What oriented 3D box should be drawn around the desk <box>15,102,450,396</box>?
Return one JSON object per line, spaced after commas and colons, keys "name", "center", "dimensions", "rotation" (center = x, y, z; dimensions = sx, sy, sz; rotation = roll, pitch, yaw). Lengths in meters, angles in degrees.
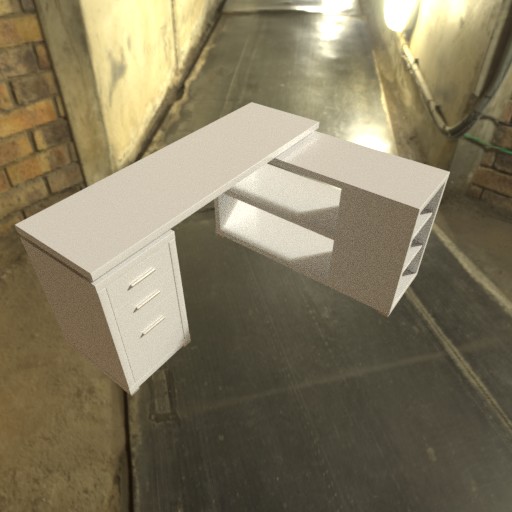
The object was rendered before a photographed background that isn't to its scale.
{"name": "desk", "center": [0.000, 0.000, 2.152], "dimensions": [1.200, 0.753, 1.524], "rotation": [26, 47, 27]}
